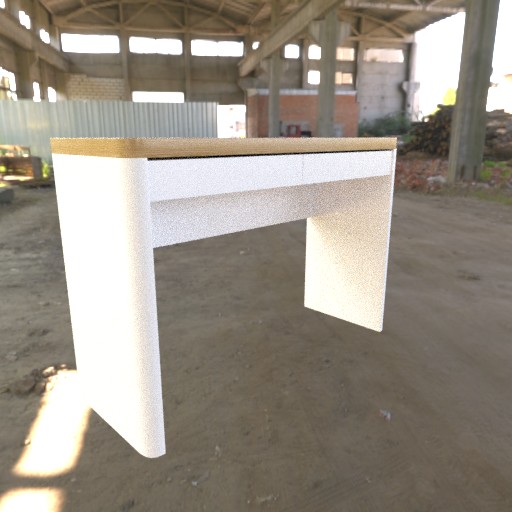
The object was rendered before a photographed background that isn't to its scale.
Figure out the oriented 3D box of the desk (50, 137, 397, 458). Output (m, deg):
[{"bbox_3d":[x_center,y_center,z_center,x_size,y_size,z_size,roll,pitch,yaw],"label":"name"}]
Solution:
[{"bbox_3d":[0.000,0.000,1.474,1.100,0.760,0.390,-14,21,-43],"label":"desk"}]
